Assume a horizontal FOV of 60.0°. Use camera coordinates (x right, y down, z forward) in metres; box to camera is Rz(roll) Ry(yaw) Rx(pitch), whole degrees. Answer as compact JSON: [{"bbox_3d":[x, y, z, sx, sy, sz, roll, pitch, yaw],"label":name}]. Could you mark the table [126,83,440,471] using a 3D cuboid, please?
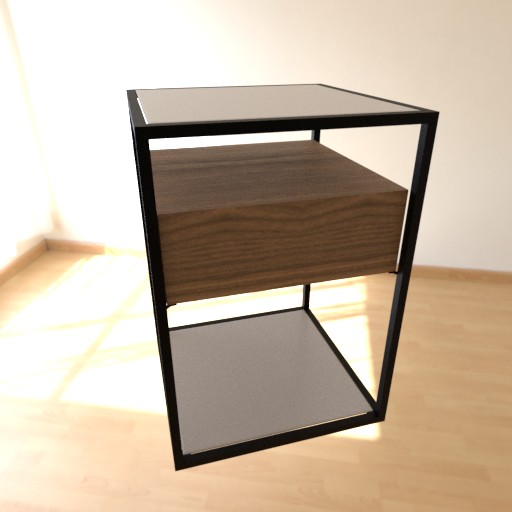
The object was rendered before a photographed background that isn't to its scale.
[{"bbox_3d":[0.000,0.000,0.800,0.378,0.540,0.378,-7,27,-14],"label":"table"}]
